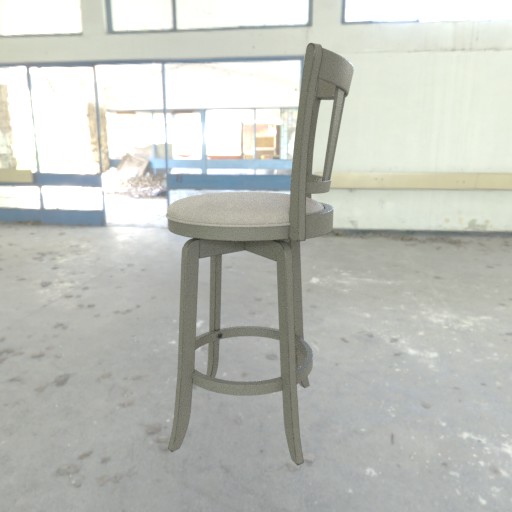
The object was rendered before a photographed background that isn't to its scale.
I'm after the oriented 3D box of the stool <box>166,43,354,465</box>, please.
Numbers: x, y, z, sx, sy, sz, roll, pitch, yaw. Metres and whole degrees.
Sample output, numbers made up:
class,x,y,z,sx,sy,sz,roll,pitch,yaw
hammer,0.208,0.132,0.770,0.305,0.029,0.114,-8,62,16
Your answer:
class,x,y,z,sx,sy,sz,roll,pitch,yaw
stool,0.000,0.000,1.237,0.486,0.994,0.450,2,13,9
